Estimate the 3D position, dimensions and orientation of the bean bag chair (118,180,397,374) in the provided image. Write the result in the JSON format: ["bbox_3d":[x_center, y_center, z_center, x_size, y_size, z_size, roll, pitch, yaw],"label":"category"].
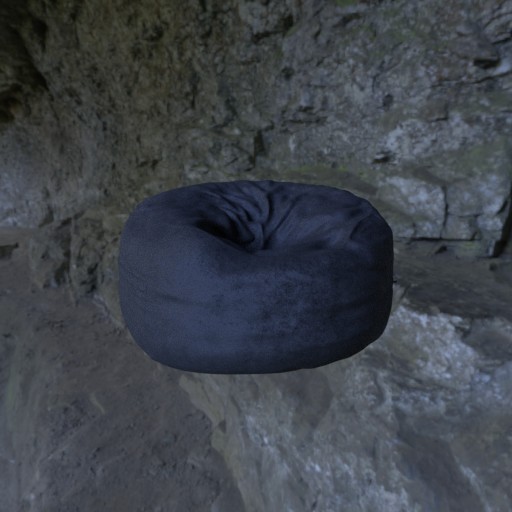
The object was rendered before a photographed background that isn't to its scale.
[{"bbox_3d":[0.000,0.000,2.524,1.525,0.751,1.525,0,17,0],"label":"bean bag chair"}]
